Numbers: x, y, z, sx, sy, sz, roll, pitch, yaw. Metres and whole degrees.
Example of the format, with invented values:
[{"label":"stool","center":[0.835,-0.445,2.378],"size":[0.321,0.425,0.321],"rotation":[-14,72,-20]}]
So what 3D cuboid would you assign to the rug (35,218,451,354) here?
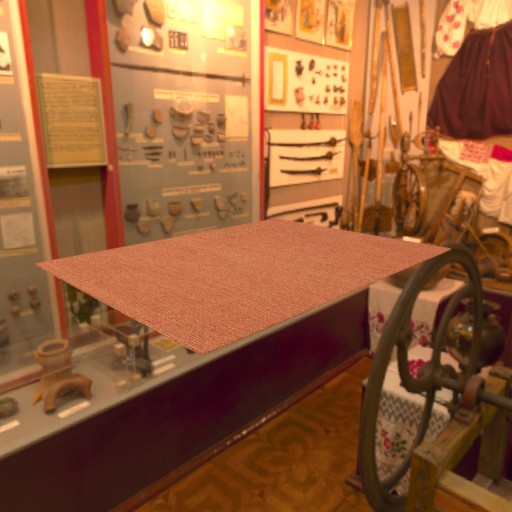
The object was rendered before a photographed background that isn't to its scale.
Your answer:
[{"label":"rug","center":[0.000,0.000,2.776],"size":[2.112,0.009,1.594],"rotation":[-15,21,-43]}]
